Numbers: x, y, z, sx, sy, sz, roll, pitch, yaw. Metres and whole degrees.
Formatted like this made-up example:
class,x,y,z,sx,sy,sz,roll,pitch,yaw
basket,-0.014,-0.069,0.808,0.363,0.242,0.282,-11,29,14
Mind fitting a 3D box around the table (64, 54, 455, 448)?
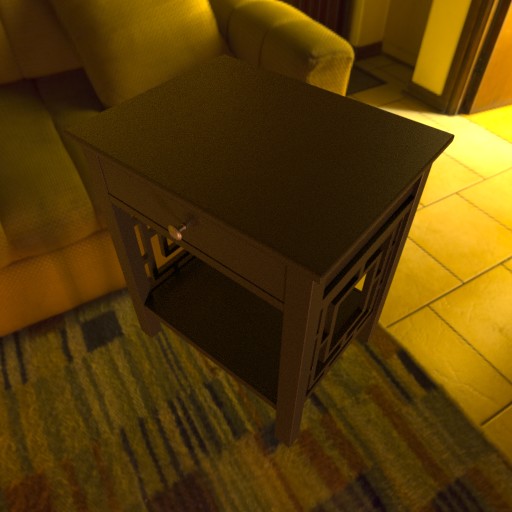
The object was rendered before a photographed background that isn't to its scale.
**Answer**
class,x,y,z,sx,sy,sz,roll,pitch,yaw
table,0.000,0.000,1.037,0.564,0.646,0.451,31,54,26
